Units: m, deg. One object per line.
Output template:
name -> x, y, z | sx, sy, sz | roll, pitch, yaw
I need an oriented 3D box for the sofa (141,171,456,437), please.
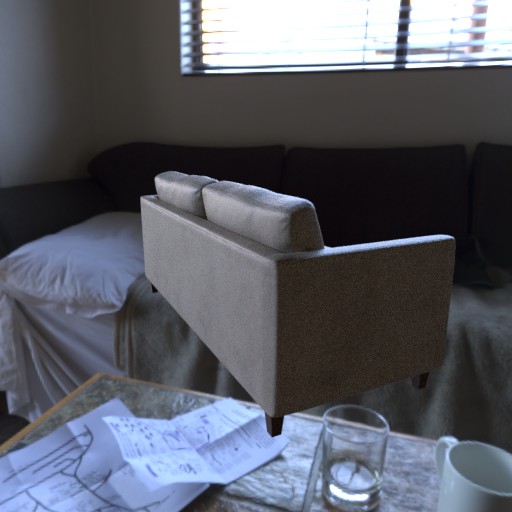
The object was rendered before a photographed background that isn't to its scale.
sofa -> 0.000, 0.000, 2.754 | 0.951, 0.965, 2.208 | -7, 16, -26
